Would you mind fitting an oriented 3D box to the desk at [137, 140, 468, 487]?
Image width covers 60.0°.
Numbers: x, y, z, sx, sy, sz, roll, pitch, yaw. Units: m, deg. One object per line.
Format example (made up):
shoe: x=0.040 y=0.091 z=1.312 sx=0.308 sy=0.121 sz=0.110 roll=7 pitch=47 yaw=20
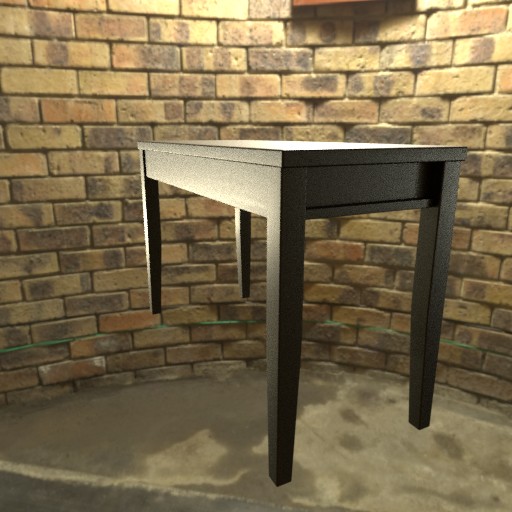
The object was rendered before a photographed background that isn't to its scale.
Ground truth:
desk: x=0.000 y=0.000 z=1.564 sx=0.508 sy=0.775 sz=1.220 roll=-8 pitch=17 yaw=-26
